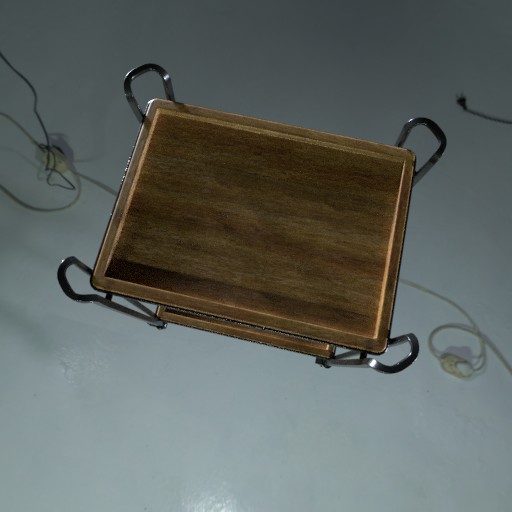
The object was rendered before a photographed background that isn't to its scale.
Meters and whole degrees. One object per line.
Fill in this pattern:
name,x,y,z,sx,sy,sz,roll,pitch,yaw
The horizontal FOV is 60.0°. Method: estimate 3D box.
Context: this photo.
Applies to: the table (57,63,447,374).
table,0.000,0.000,1.211,0.672,0.785,0.505,12,76,3
